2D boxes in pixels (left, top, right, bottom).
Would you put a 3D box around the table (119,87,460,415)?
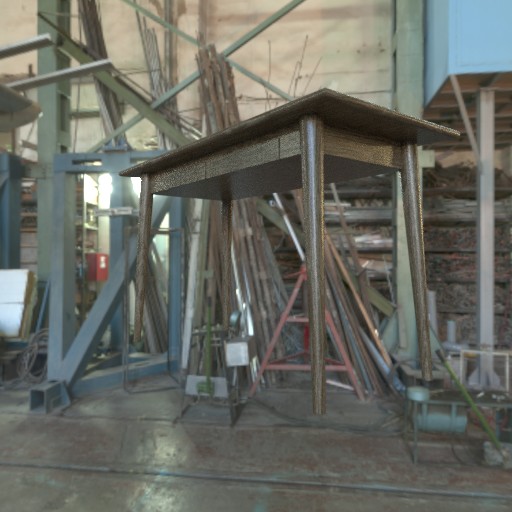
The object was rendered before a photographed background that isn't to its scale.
[{"bbox_3d":[0.000,0.000,1.709,0.599,0.780,1.300,0,0,-37],"label":"table"}]
